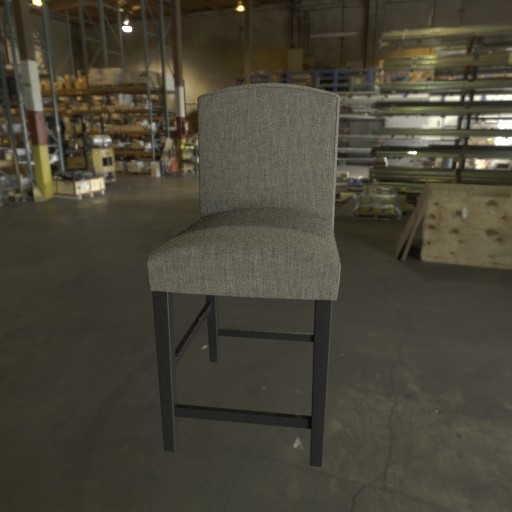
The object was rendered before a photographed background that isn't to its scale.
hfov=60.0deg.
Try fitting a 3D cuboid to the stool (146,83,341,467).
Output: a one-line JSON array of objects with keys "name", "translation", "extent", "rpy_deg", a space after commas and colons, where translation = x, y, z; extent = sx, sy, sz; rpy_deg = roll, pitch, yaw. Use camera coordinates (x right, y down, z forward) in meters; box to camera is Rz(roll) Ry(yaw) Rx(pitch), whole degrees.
[{"name": "stool", "translation": [0.000, 0.000, 1.264], "extent": [0.451, 0.966, 0.552], "rpy_deg": [2, 16, 8]}]
